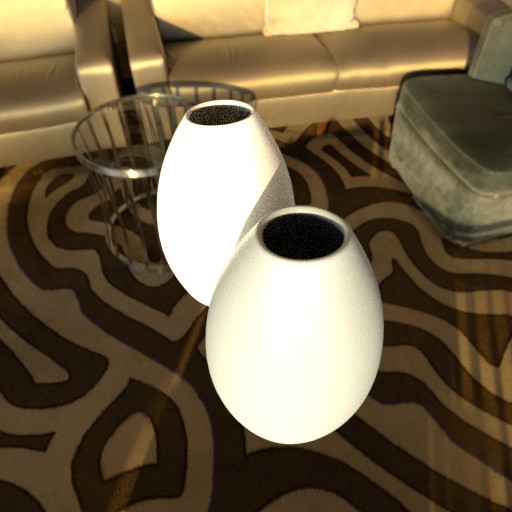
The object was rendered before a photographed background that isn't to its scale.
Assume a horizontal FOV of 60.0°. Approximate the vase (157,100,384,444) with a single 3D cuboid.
[{"bbox_3d":[0.000,0.000,0.249,0.089,0.131,0.187,-17,50,-15],"label":"vase"}]
